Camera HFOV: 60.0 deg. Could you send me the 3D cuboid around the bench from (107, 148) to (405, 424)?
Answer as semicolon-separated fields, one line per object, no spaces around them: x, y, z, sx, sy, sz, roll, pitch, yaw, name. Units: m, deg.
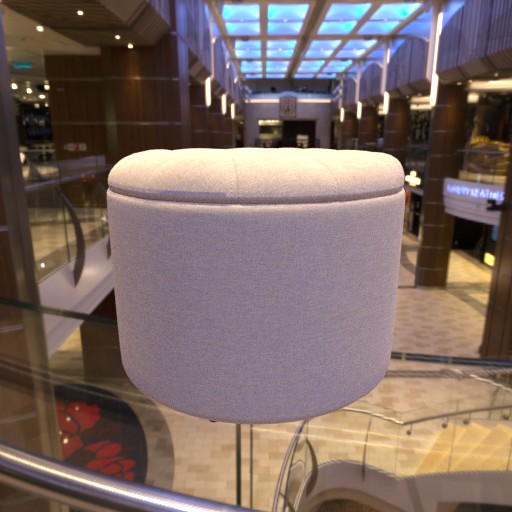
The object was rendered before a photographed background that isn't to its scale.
0.000;0.000;0.971;0.600;0.454;0.600;0;15;0;bench
